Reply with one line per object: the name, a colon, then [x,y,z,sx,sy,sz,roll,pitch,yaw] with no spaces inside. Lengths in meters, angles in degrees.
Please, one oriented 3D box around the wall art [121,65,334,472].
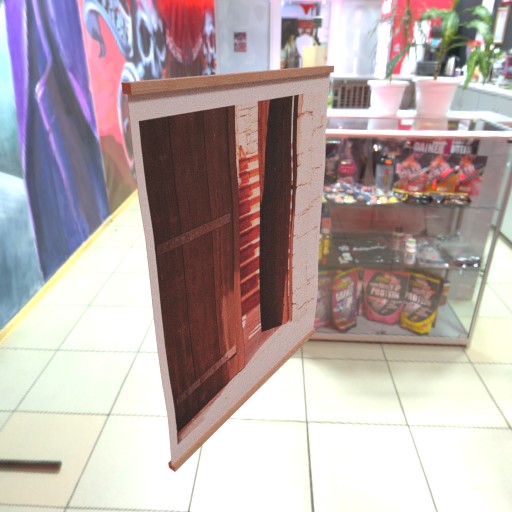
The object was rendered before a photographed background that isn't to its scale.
wall art: [0.000,0.000,0.661,0.013,0.508,0.406,17,31,32]
